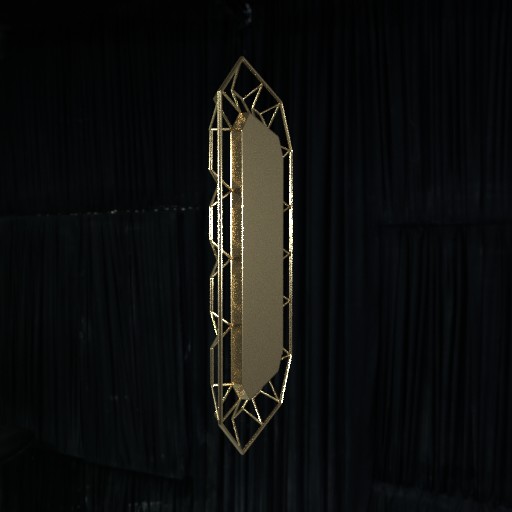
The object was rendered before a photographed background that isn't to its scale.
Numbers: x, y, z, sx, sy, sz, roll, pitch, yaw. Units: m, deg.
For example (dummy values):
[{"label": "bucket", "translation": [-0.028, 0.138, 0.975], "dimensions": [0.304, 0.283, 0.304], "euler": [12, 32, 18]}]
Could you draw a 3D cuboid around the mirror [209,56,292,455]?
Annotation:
[{"label": "mirror", "translation": [0.000, 0.000, 1.124], "dimensions": [0.051, 0.870, 0.572], "euler": [1, 2, 18]}]
